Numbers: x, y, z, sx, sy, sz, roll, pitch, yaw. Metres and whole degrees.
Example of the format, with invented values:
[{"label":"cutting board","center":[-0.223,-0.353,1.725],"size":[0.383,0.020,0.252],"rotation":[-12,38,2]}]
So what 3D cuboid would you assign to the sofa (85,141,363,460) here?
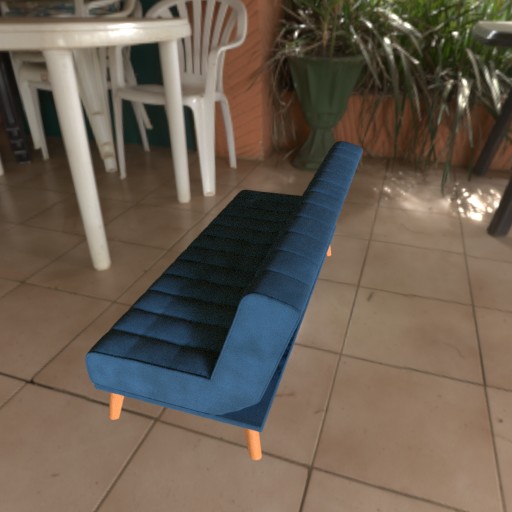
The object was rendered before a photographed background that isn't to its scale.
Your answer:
[{"label":"sofa","center":[0.000,0.000,2.354],"size":[0.855,0.813,1.804],"rotation":[9,31,15]}]
